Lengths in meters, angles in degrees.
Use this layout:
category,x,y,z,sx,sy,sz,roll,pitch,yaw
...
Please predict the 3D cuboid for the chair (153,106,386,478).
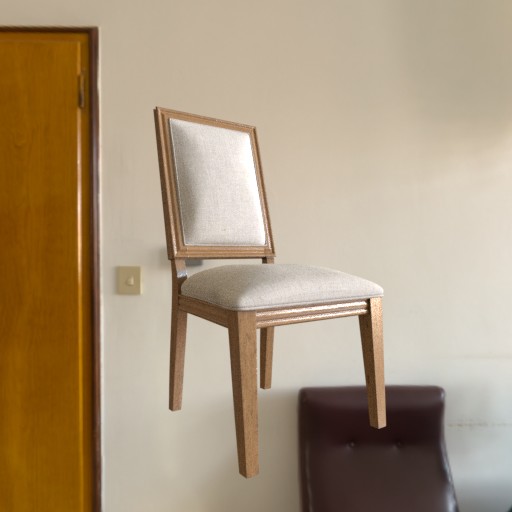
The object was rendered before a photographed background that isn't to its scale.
category,x,y,z,sx,sy,sz,roll,pitch,yaw
chair,0.000,0.000,1.376,0.536,0.988,0.601,-1,1,-37
